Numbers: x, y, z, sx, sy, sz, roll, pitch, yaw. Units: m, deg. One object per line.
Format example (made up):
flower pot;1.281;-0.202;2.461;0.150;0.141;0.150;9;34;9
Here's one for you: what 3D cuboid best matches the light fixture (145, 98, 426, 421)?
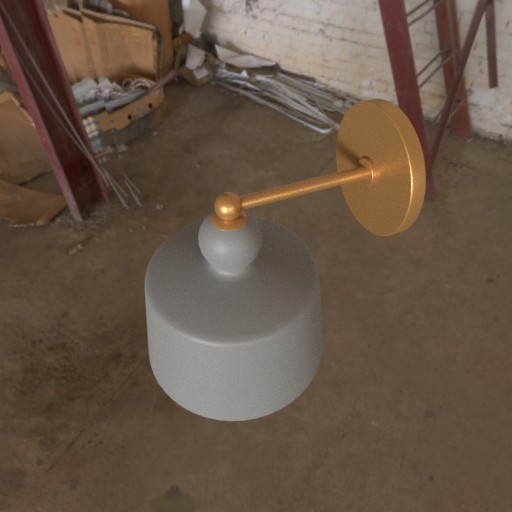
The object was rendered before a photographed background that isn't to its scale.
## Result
light fixture;0.000;0.000;0.436;0.254;0.268;0.204;-16;49;-14
